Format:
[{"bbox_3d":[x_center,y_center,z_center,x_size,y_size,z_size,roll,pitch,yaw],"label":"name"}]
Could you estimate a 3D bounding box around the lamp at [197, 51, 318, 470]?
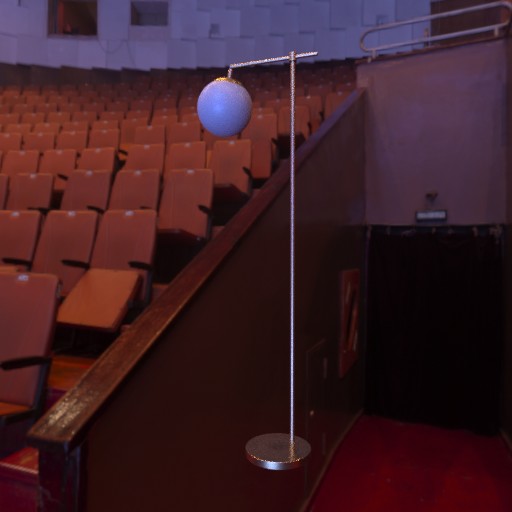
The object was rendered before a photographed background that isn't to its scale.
[{"bbox_3d":[0.000,0.000,1.705,0.476,1.505,0.249,0,1,20],"label":"lamp"}]
